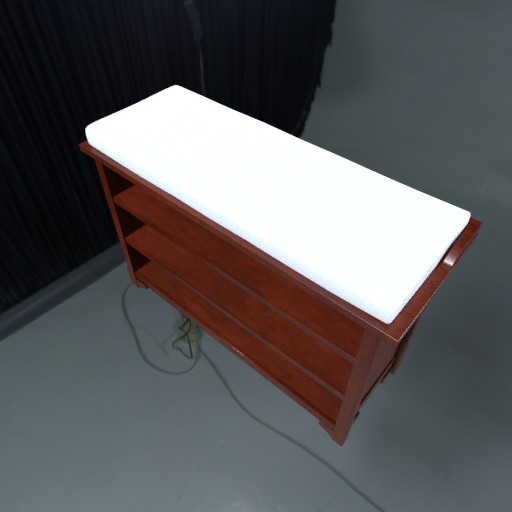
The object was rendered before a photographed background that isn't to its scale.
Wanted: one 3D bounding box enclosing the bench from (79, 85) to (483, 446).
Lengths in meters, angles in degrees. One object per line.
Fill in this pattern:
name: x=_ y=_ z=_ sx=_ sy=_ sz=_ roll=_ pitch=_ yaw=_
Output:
bench: x=0.000 y=0.000 z=1.298 sx=0.987 sy=0.646 sz=0.369 roll=32 pitch=54 yaw=27
